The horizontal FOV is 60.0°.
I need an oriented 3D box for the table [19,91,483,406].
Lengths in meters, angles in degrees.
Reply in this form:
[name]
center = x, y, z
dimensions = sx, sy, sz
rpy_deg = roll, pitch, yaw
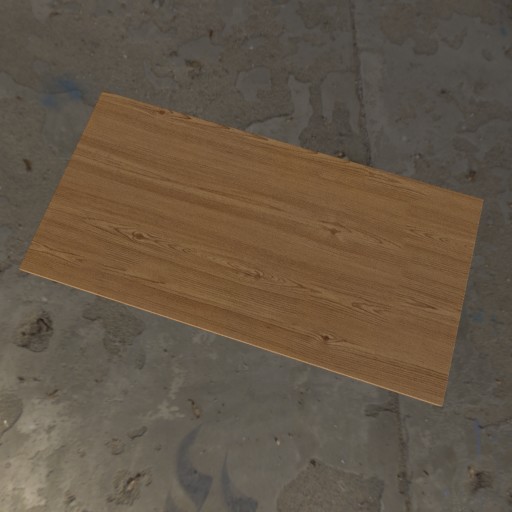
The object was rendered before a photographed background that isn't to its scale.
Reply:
[table]
center = 0.000, 0.000, 2.255
dimensions = 1.797, 0.750, 0.901
rpy_deg = 17, 76, 5
